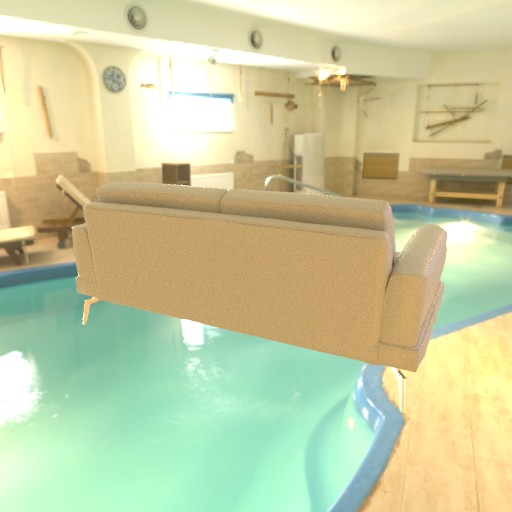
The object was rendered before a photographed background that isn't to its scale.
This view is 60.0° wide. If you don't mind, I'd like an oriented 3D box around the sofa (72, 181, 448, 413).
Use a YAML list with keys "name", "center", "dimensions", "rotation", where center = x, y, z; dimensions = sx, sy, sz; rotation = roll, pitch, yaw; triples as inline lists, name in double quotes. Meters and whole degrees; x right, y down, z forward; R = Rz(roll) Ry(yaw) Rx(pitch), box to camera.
- name: "sofa"
  center: [0.000, 0.000, 2.798]
  dimensions: [2.177, 0.930, 1.121]
  rotation: [8, 18, 27]
